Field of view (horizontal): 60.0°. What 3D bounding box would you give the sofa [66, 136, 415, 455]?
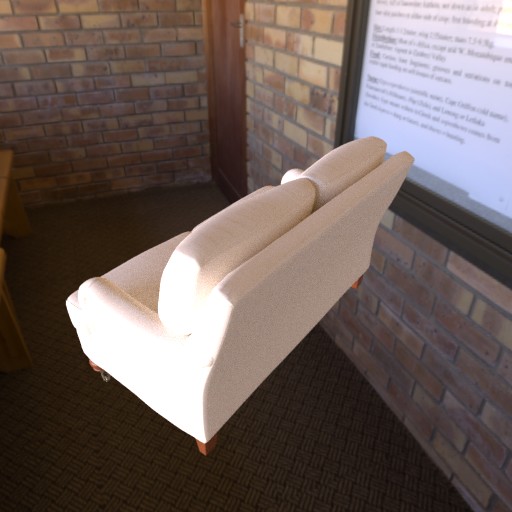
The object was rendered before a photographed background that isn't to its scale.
[{"bbox_3d":[0.000,0.000,2.534,1.084,1.101,1.853,21,37,30],"label":"sofa"}]
